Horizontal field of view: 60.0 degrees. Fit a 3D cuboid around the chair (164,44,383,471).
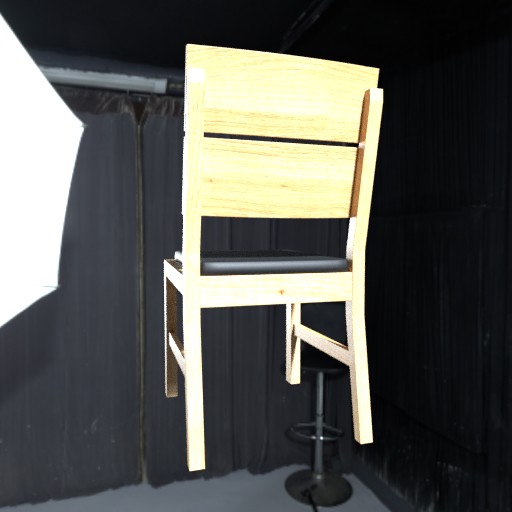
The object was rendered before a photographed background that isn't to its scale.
[{"bbox_3d":[0.000,0.000,1.298,0.475,0.950,0.569,-1,3,-17],"label":"chair"}]
